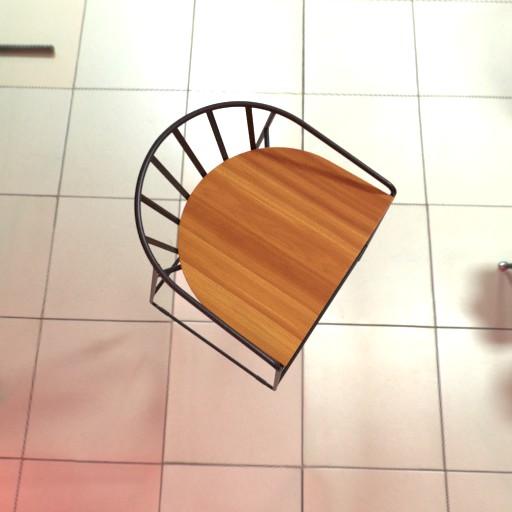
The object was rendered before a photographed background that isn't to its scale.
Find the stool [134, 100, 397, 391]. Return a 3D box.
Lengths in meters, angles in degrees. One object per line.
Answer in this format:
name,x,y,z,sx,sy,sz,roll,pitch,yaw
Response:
stool,0.000,0.000,1.185,0.521,0.812,0.546,34,79,8
